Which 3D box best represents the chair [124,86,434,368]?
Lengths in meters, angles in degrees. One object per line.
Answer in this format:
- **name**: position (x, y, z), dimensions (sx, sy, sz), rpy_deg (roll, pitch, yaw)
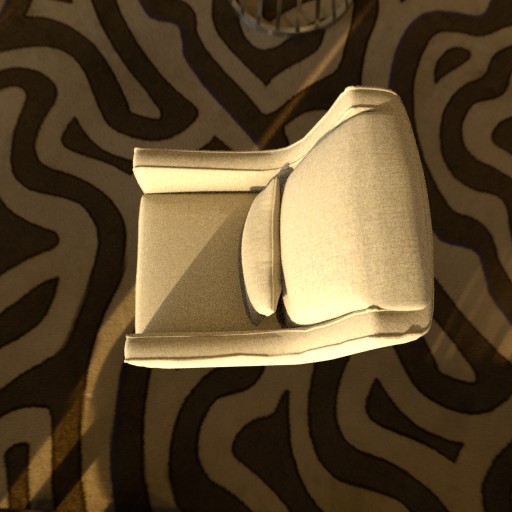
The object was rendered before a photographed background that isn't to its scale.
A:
- **chair**: position (0.000, 0.000, 1.560), dimensions (0.879, 0.993, 0.732), rpy_deg (-2, 75, 0)
